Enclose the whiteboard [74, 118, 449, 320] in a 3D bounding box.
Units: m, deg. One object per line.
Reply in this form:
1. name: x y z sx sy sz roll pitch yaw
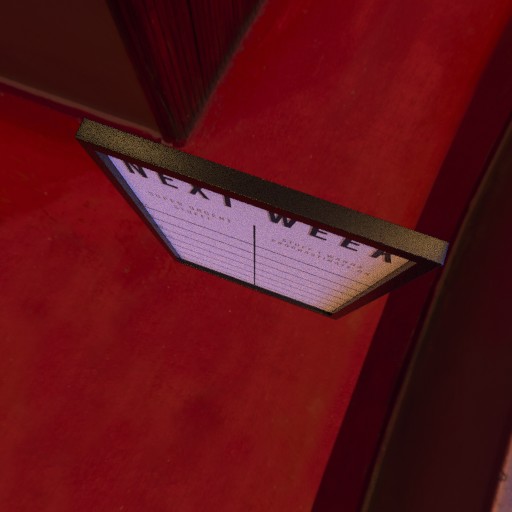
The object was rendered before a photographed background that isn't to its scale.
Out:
1. whiteboard: 0.000 0.000 0.757 0.406 0.611 0.026 20 77 5
